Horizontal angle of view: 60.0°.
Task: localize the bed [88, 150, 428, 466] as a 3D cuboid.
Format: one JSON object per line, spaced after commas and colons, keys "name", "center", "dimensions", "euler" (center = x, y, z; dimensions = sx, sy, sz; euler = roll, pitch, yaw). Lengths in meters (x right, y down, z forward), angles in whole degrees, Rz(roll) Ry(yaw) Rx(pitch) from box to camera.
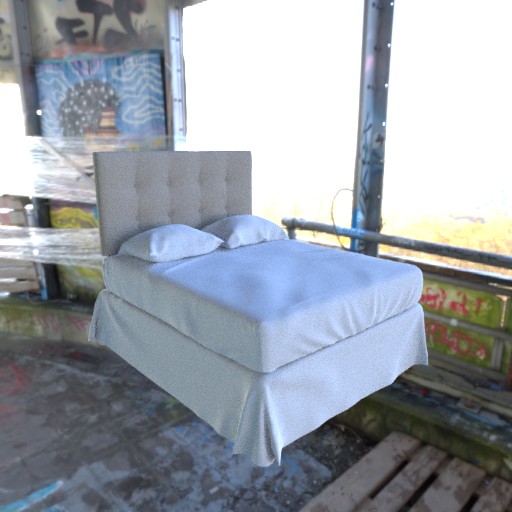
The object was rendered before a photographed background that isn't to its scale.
{"name": "bed", "center": [0.000, 0.000, 3.448], "dimensions": [1.936, 1.577, 2.222], "euler": [-12, 19, -41]}
